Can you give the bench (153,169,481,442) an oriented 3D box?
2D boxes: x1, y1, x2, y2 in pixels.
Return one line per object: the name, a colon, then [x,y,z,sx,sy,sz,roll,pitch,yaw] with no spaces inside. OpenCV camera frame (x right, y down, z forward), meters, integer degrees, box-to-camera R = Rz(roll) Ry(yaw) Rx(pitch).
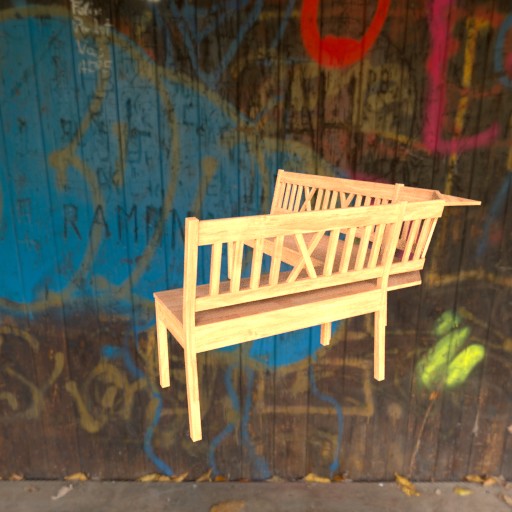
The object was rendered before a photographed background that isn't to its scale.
bench: [0.000,0.000,2.774,1.537,0.902,1.937,-8,17,-27]
